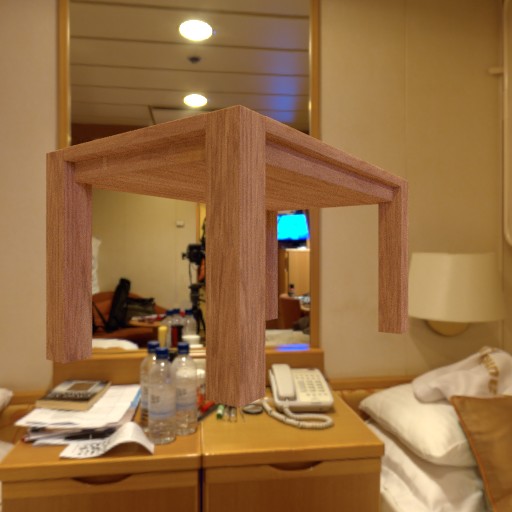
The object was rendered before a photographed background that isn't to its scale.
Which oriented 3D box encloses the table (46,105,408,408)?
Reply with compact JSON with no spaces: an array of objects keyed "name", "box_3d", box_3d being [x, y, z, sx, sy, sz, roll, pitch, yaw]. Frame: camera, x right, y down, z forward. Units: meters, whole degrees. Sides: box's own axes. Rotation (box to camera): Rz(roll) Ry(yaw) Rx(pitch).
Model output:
[{"name":"table","box_3d":[0.000,0.000,1.937,0.900,0.760,1.400,0,0,36]}]
